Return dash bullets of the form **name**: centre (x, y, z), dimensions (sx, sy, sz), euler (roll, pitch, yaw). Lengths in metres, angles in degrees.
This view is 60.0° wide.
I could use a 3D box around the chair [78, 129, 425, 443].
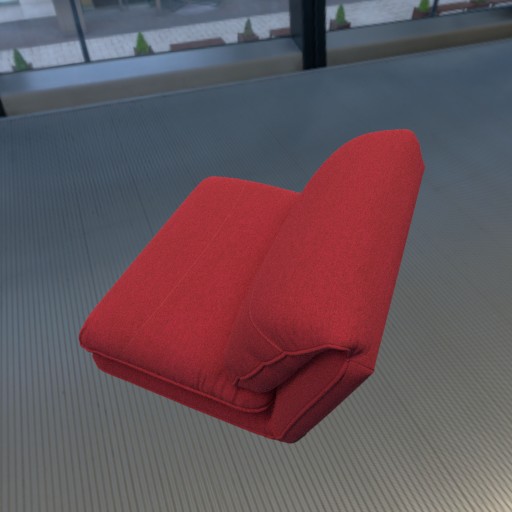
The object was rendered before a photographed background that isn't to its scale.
- **chair**: centre (0.000, 0.000, 1.304), dimensions (0.780, 0.580, 0.820), euler (16, 48, 15)
